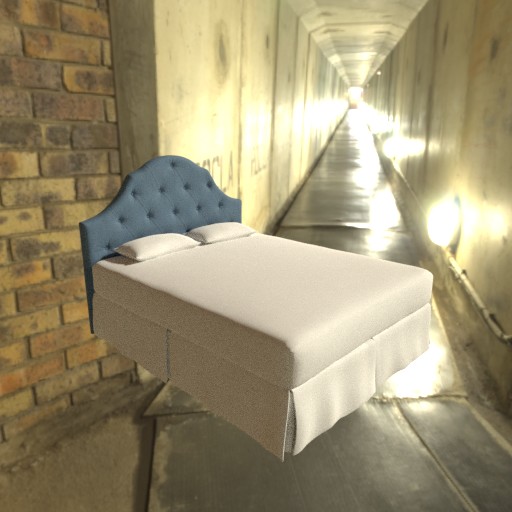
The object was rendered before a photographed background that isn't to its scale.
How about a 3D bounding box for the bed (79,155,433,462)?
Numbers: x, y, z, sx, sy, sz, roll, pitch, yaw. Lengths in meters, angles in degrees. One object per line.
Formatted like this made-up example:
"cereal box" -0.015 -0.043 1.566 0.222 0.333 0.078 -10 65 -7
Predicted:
"bed" 0.000 0.000 3.839 2.477 1.617 2.039 15 21 42
